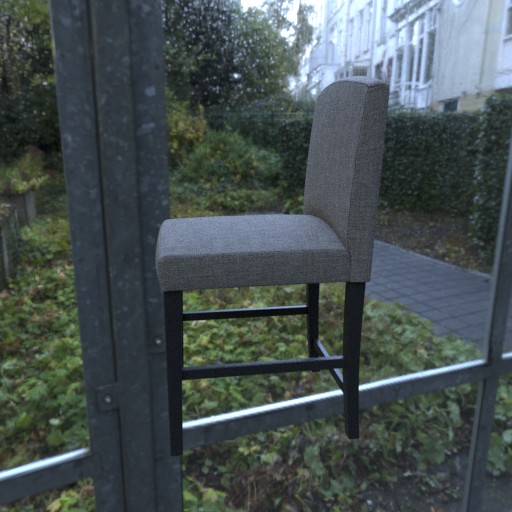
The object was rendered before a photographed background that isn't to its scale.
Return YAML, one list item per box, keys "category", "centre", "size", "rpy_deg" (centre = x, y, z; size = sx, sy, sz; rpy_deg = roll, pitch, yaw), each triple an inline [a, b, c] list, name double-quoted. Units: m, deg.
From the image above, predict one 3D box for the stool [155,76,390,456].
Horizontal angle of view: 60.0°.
- category: "stool"
  centre: [0.000, 0.000, 1.272]
  size: [0.552, 0.966, 0.451]
  rpy_deg: [-2, 14, -8]
